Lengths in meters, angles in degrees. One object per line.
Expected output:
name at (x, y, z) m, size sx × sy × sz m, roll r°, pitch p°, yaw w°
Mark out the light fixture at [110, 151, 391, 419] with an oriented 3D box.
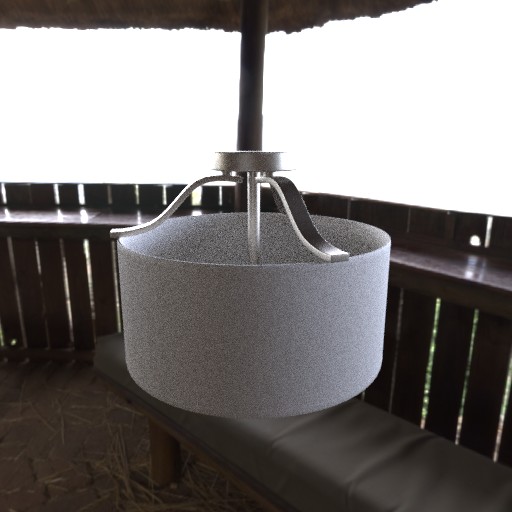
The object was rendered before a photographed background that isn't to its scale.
light fixture at (0.000, 0.000, 0.660) m, size 0.395 × 0.304 × 0.395 m, roll 0°, pitch 14°, yaw 0°
